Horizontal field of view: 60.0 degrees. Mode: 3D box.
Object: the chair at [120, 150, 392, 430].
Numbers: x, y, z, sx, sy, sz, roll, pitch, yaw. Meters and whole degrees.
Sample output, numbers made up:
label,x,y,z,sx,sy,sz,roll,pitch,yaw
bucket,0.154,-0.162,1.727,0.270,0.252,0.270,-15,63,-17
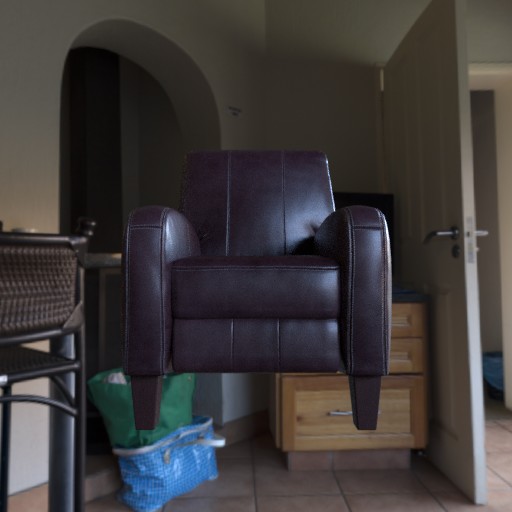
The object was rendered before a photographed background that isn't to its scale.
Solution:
label,x,y,z,sx,sy,sz,roll,pitch,yaw
chair,0.000,0.000,1.656,0.762,0.990,0.990,0,-2,0
